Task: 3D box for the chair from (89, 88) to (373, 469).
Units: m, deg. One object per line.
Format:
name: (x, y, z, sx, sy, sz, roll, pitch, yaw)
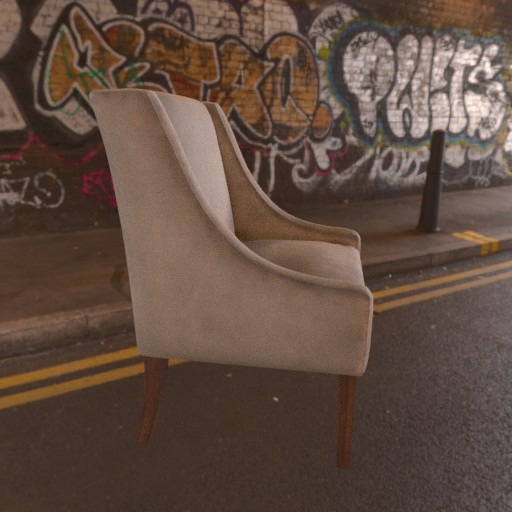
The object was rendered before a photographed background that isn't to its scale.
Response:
chair: (0.000, 0.000, 1.297, 0.629, 0.895, 0.629, 3, 17, 9)
